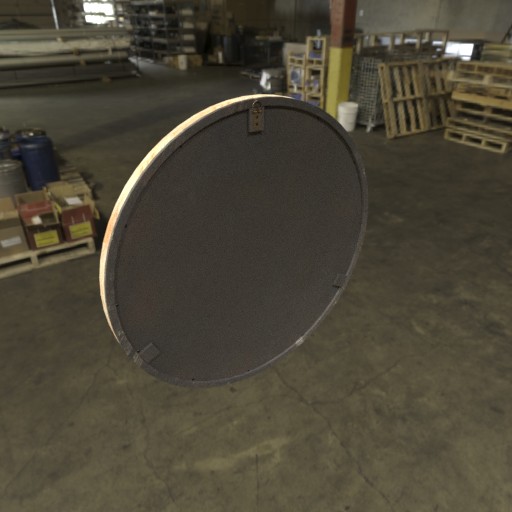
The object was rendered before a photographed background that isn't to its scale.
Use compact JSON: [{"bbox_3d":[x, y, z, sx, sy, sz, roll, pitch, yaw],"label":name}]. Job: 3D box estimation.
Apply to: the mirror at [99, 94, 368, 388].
[{"bbox_3d":[0.000,0.000,1.036,0.710,0.710,0.038,-19,34,-30],"label":"mirror"}]
